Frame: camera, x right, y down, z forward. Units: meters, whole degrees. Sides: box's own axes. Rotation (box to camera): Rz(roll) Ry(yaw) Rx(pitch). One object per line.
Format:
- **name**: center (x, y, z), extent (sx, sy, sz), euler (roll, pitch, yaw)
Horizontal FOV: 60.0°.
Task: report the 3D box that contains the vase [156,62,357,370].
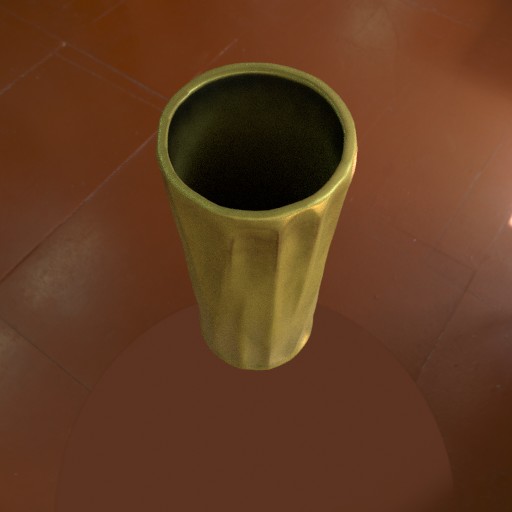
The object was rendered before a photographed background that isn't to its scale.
- **vase**: center (0.000, 0.000, 0.177), extent (0.061, 0.143, 0.061), euler (0, 64, 0)
